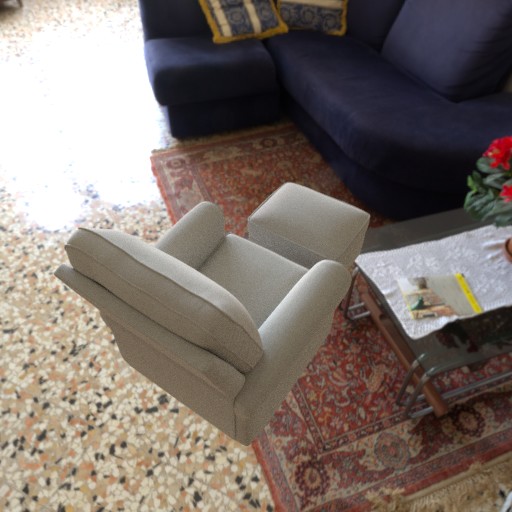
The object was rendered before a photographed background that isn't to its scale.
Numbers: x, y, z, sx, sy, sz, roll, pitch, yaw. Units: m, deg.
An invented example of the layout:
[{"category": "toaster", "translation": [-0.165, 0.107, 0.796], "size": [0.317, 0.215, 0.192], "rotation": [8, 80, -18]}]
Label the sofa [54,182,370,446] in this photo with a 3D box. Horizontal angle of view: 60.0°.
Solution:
[{"category": "sofa", "translation": [0.000, 0.000, 2.052], "size": [0.880, 0.959, 1.478], "rotation": [26, 51, 23]}]
